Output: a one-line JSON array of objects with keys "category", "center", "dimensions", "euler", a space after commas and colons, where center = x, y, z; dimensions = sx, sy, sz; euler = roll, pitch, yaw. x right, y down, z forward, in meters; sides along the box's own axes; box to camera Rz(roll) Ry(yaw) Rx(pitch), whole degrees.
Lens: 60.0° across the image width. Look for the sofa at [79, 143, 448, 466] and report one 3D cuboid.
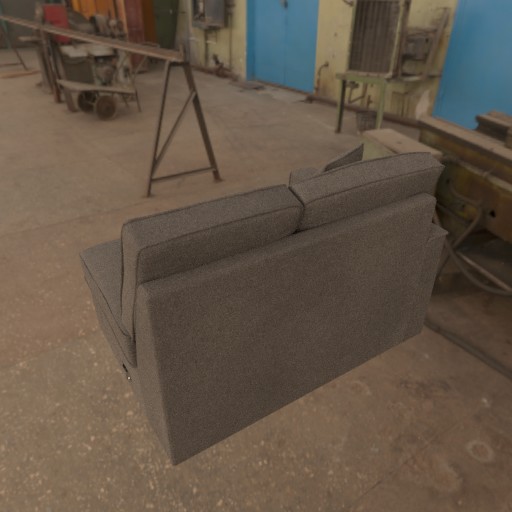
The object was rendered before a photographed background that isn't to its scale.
[{"category": "sofa", "center": [0.000, 0.000, 2.033], "dimensions": [1.388, 0.989, 0.991], "euler": [-19, 36, -28]}]
